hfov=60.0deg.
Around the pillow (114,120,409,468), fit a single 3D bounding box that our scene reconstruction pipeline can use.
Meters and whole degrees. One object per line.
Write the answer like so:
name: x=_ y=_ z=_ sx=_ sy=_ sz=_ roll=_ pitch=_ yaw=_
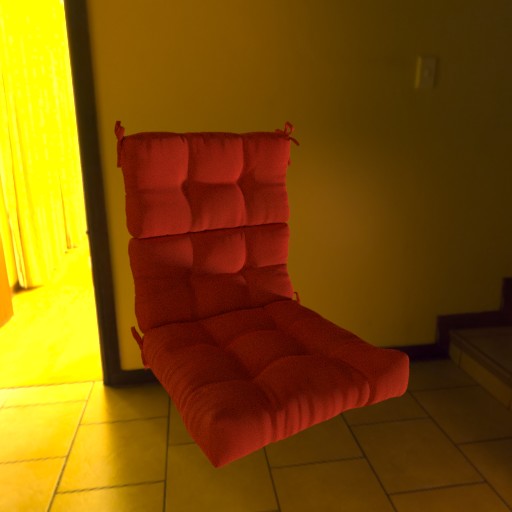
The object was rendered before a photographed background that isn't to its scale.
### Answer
pillow: x=0.000 y=0.000 z=1.019 sx=0.519 sy=0.605 sz=0.571 roll=-9 pitch=18 yaw=-28
